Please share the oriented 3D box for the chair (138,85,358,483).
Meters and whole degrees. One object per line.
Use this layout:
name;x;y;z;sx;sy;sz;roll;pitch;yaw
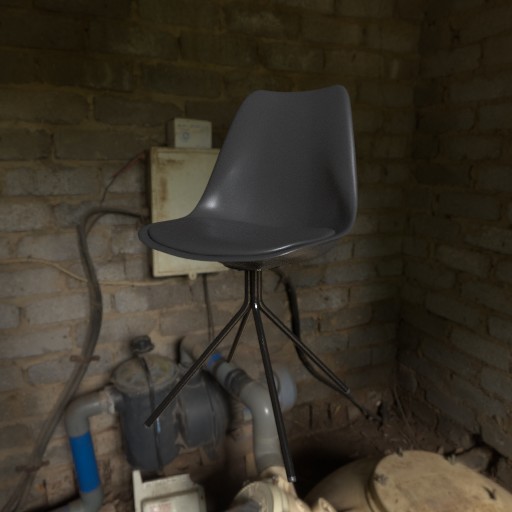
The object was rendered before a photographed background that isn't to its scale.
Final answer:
chair;0.000;0.000;1.112;0.461;0.850;0.525;7;15;27
